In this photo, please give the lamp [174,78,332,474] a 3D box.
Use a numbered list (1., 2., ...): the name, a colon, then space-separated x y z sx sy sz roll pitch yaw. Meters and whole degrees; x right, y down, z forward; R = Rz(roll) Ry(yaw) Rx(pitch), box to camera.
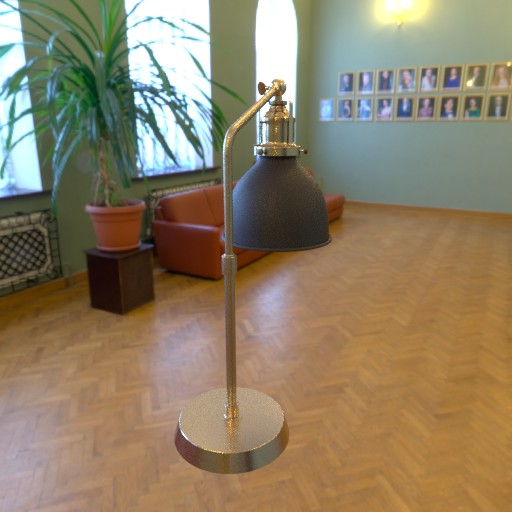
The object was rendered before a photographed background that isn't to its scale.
1. lamp: 0.000 0.000 0.592 0.160 0.456 0.291 8 18 26
